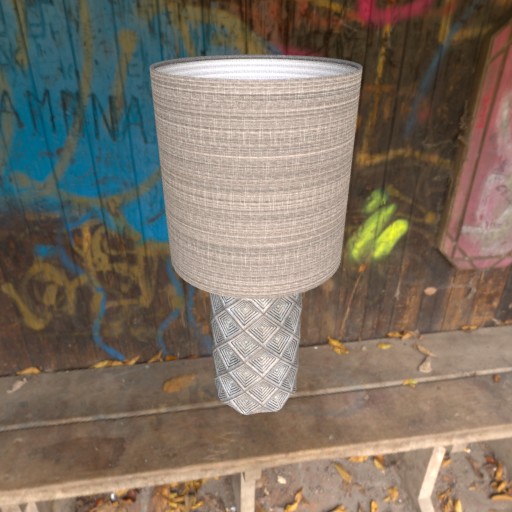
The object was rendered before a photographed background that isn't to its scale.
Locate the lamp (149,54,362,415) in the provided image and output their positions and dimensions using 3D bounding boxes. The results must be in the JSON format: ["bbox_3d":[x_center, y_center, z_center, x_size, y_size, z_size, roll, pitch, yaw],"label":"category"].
[{"bbox_3d":[0.000,0.000,0.710,0.268,0.566,0.269,-20,35,-31],"label":"lamp"}]
